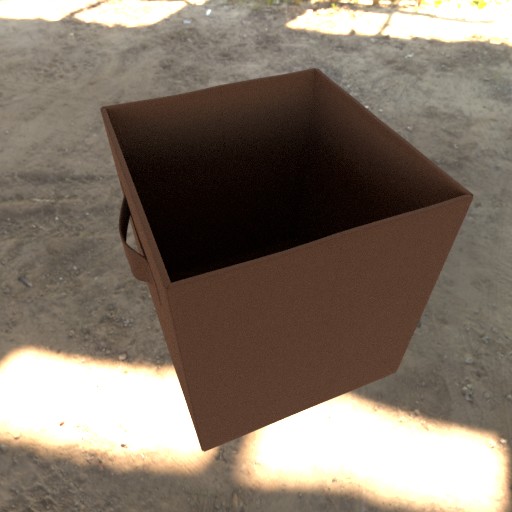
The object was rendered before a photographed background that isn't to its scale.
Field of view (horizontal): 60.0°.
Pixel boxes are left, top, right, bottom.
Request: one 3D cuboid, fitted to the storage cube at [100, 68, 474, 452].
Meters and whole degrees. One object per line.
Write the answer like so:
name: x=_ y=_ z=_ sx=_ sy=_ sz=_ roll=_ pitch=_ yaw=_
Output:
storage cube: x=0.000 y=0.000 z=0.500 sx=0.270 sy=0.280 sz=0.270 roll=-17 pitch=48 yaw=-16
